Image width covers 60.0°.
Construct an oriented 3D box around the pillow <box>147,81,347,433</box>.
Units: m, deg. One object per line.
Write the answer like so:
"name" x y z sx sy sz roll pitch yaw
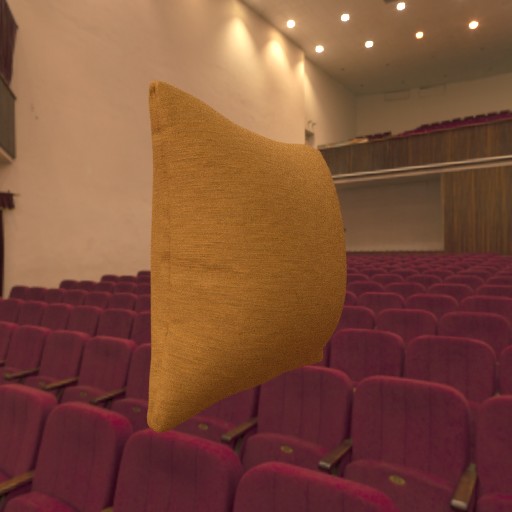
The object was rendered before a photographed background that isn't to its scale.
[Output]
"pillow" 0.000 0.000 0.694 0.247 0.417 0.435 0 0 34
